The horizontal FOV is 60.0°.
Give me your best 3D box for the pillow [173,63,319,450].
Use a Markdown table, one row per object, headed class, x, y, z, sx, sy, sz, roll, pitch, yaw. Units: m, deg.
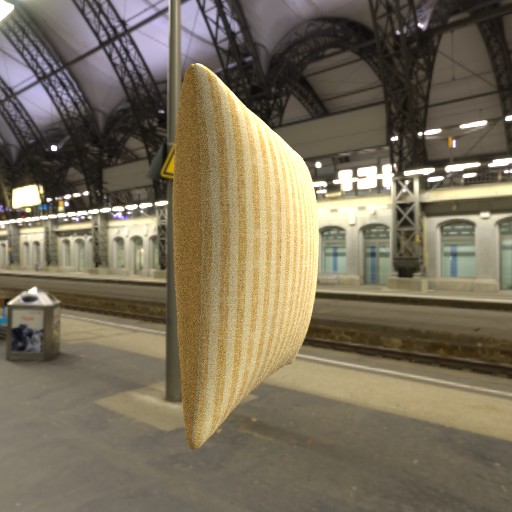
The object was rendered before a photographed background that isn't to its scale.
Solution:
| class | x | y | z | sx | sy | sz | roll | pitch | yaw |
| --- | --- | --- | --- | --- | --- | --- | --- | --- | --- |
| pillow | 0.000 | 0.000 | 0.654 | 0.173 | 0.407 | 0.419 | 0 | 0 | 19 |
